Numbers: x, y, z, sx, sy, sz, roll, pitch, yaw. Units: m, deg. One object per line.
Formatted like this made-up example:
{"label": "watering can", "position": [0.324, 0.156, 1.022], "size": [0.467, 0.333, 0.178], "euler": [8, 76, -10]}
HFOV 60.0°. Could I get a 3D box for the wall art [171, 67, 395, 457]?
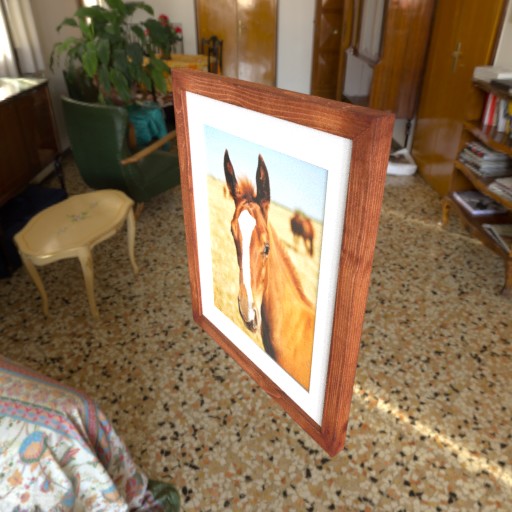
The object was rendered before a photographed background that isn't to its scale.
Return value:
{"label": "wall art", "position": [0.000, 0.000, 0.768], "size": [0.030, 0.558, 0.462], "euler": [-21, 36, -31]}
